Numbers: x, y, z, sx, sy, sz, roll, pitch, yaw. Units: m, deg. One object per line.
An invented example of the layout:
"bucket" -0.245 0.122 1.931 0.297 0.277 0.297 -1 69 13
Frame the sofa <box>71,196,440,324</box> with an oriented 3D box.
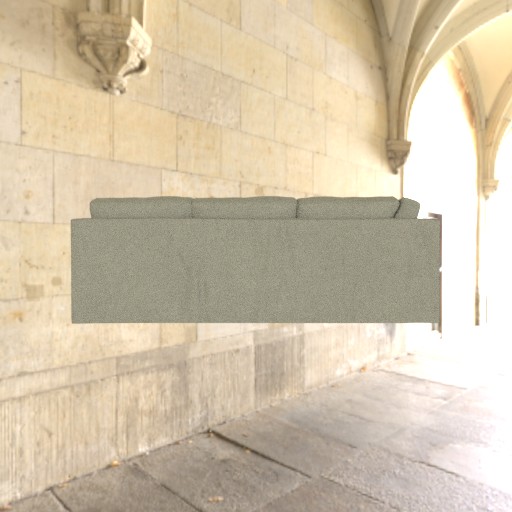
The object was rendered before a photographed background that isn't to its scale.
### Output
"sofa" 0.000 0.000 4.592 2.440 0.869 3.434 0 0 0
